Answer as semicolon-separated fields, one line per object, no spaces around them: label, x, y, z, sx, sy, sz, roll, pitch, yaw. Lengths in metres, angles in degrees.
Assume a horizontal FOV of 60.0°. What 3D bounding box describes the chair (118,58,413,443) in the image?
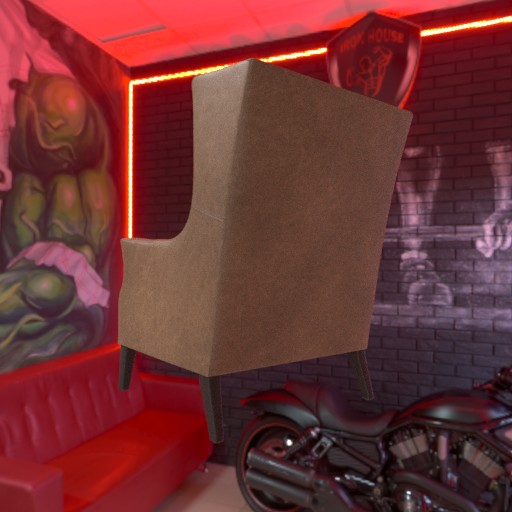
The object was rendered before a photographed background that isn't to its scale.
chair;0.000;0.000;1.698;0.815;1.088;0.913;1;-1;-37
